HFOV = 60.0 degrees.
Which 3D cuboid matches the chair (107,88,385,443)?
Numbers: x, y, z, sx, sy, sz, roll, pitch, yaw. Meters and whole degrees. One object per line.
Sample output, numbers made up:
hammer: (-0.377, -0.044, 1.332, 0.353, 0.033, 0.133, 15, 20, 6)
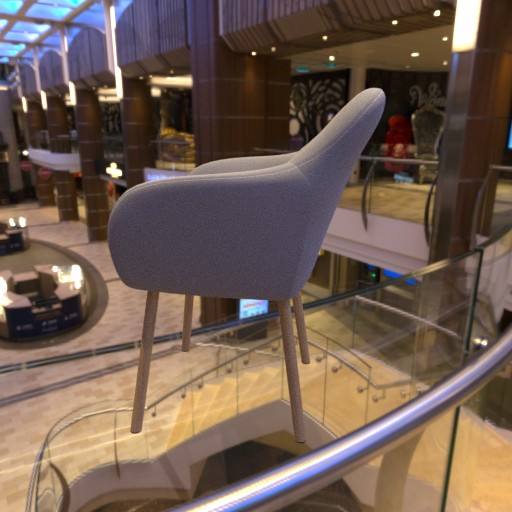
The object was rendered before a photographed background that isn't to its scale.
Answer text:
chair: (0.000, 0.000, 1.188, 0.590, 0.830, 0.570, 2, 16, 8)
